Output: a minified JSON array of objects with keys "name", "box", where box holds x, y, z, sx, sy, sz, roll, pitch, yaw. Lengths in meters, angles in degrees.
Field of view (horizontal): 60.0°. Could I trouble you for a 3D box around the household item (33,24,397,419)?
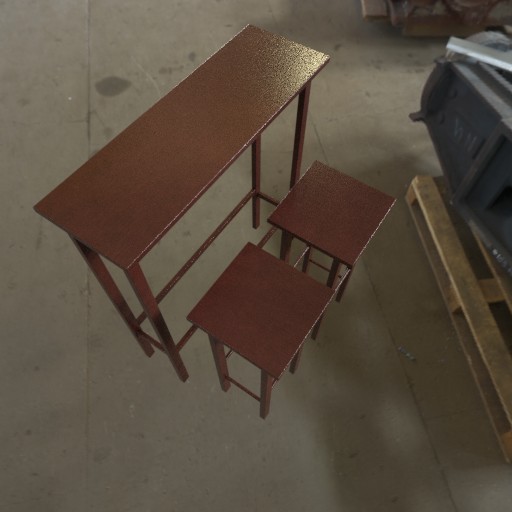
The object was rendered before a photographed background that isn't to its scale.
[{"name":"household item","box":[0.000,0.000,1.616,0.676,1.067,0.914,30,63,17]}]
